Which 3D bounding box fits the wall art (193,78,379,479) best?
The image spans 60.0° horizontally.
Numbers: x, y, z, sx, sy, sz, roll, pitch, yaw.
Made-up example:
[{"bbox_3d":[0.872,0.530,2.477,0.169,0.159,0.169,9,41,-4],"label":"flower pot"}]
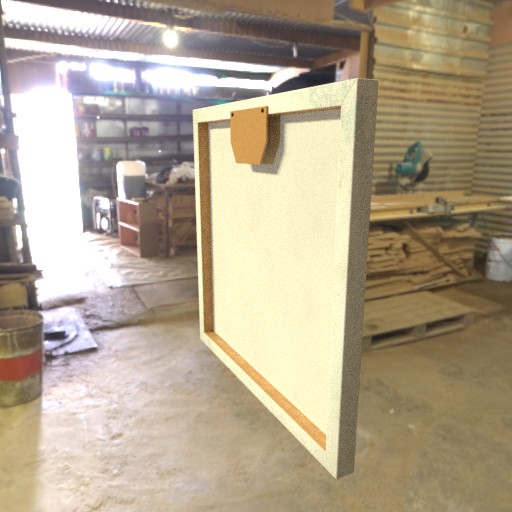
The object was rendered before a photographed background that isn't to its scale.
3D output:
[{"bbox_3d":[0.000,0.000,0.904,0.044,0.605,0.605,-7,16,-27],"label":"wall art"}]
